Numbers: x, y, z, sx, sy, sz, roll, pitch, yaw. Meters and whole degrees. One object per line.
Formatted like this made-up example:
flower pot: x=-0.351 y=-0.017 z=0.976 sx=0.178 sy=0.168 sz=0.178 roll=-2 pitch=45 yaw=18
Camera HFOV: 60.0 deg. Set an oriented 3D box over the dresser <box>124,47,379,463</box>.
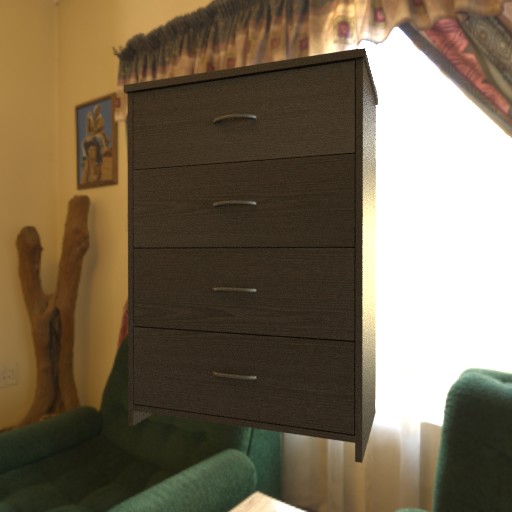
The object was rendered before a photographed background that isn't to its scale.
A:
dresser: x=0.000 y=0.000 z=1.378 sx=0.704 sy=1.020 sz=0.399 roll=0 pitch=1 yaw=20
